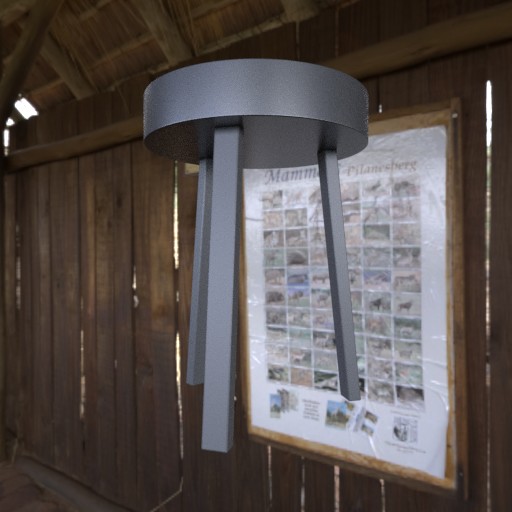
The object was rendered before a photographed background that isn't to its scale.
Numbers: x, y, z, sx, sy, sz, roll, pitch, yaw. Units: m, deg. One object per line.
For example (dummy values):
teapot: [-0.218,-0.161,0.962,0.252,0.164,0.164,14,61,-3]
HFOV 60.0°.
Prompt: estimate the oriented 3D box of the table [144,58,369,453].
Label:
table: [0.000,0.000,0.828,0.406,0.559,0.406,0,1,0]
